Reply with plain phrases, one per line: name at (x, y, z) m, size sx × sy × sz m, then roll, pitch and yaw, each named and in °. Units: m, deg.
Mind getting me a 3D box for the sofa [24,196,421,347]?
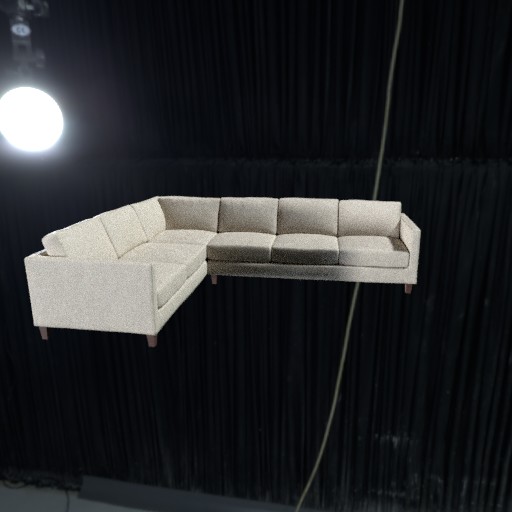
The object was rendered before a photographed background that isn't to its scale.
sofa at (0.000, 0.000, 4.318) m, size 3.182 × 0.863 × 2.432 m, roll 2°, pitch 16°, yaw 8°
